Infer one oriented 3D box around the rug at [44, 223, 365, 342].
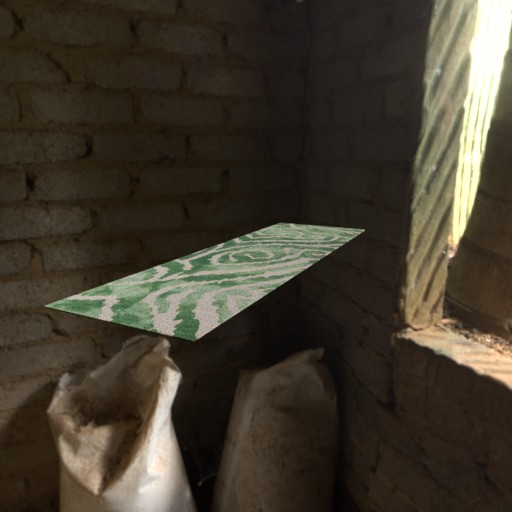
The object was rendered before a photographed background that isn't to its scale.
[{"bbox_3d":[0.000,0.000,2.750,0.761,0.006,2.438,7,15,26],"label":"rug"}]
